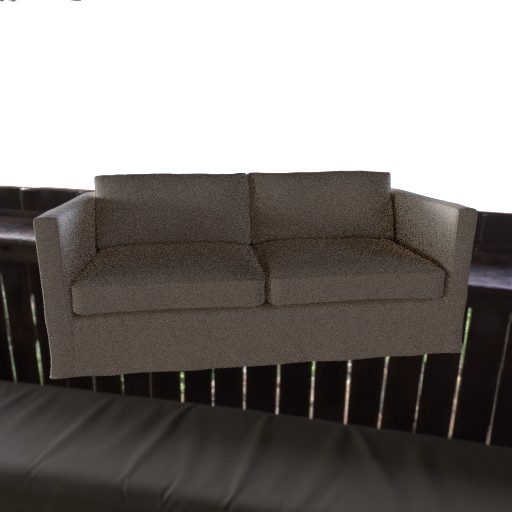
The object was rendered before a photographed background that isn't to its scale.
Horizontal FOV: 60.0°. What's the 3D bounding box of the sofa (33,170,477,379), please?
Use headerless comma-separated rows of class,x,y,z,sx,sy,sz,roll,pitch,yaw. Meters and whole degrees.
sofa,0.000,0.000,2.423,1.987,0.870,0.940,-2,15,-7
